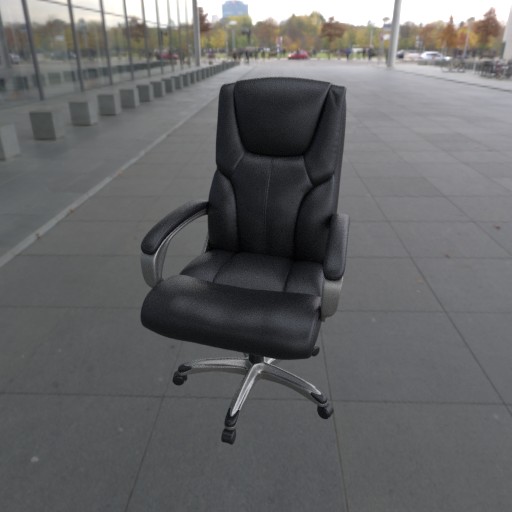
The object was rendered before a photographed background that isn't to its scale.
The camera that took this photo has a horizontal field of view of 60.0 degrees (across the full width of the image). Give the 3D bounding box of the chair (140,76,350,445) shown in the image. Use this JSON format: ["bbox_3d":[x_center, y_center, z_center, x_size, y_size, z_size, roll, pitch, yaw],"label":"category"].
[{"bbox_3d":[0.000,0.000,1.579,0.663,1.155,0.739,8,26,16],"label":"chair"}]
